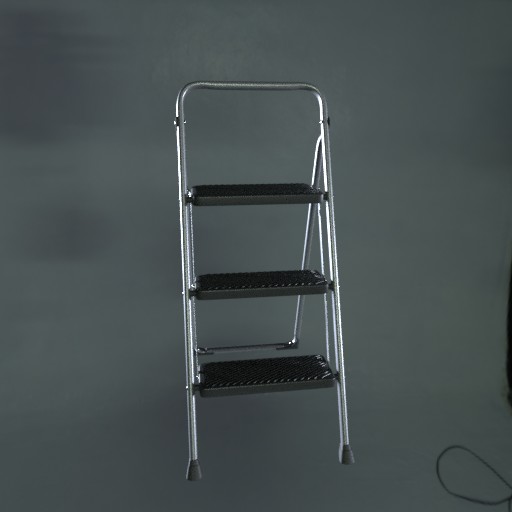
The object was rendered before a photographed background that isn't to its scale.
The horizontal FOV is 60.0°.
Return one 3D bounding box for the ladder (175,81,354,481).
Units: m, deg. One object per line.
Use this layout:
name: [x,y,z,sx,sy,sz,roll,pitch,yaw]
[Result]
ladder: [0.000,0.000,1.269,0.430,0.945,0.629,-2,17,-8]
